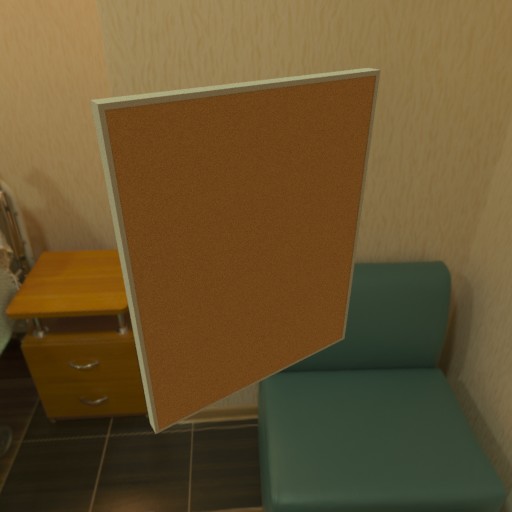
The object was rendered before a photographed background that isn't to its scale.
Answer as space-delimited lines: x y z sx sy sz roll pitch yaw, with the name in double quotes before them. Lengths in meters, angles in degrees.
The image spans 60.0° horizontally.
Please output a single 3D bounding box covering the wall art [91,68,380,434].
"wall art" 0.000 0.000 1.030 0.611 0.763 0.055 -19 36 -28
